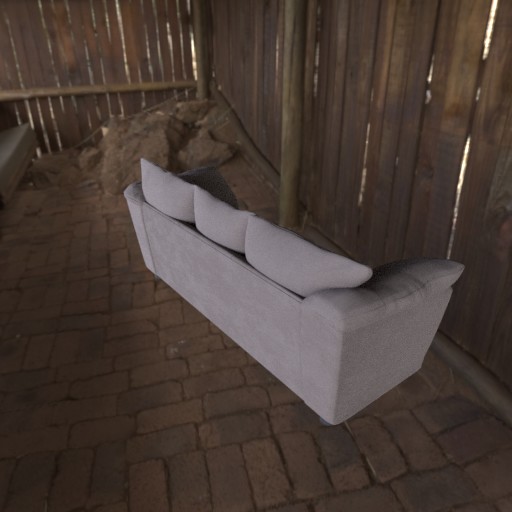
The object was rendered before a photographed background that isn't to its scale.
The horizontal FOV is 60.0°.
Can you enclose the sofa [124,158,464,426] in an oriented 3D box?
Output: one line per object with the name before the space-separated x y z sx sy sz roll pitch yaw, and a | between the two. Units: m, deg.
sofa | 0.000 0.000 2.935 0.893 0.981 2.377 -19 32 -33
